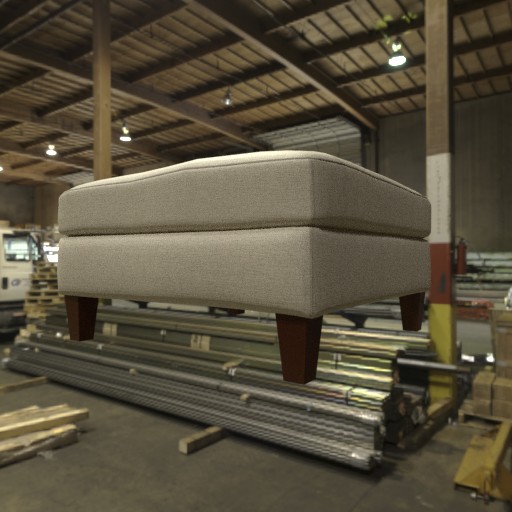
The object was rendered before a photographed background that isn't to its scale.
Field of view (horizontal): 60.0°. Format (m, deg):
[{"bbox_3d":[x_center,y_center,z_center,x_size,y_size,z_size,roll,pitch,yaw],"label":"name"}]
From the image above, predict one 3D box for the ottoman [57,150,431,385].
[{"bbox_3d":[0.000,0.000,1.349,0.838,0.478,0.838,0,0,36],"label":"ottoman"}]
